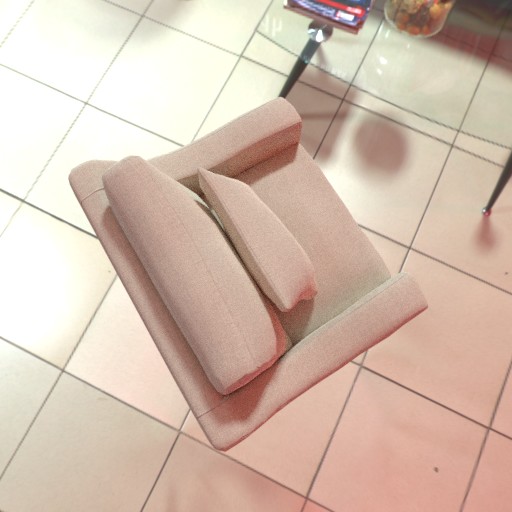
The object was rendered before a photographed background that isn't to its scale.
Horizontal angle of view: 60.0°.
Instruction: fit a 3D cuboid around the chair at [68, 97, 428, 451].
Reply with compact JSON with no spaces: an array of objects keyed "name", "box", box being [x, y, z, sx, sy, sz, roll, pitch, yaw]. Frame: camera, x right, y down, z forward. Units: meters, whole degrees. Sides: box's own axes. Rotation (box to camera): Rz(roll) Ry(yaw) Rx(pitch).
[{"name":"chair","box":[0.000,0.000,1.951,1.009,1.016,1.178,-30,78,-7]}]
